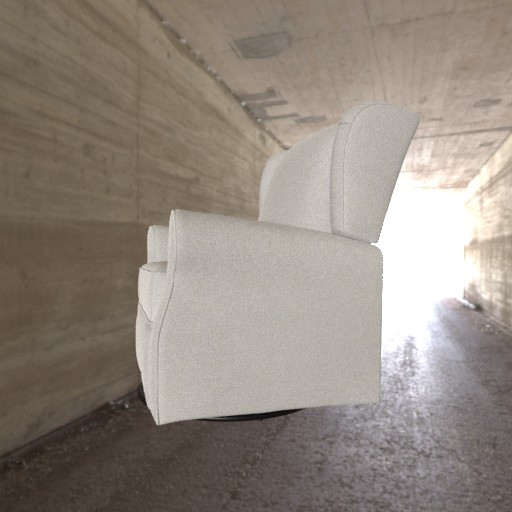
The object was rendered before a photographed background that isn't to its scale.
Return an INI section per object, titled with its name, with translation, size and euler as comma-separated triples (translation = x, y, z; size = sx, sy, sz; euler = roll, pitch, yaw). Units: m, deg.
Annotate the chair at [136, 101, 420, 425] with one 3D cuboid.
[chair]
translation = 0.000, 0.000, 1.643
size = 0.854, 0.967, 0.906
euler = 0, 1, -18
